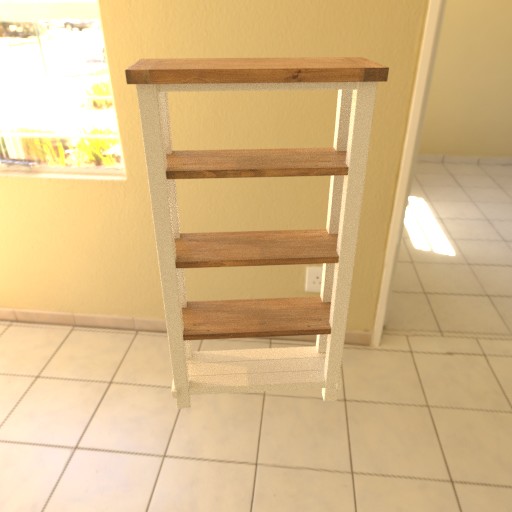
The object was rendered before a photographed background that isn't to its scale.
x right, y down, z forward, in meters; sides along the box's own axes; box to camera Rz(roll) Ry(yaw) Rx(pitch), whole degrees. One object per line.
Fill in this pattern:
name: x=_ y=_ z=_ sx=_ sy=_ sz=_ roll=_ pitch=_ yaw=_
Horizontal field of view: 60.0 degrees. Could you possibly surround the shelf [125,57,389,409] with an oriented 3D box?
shelf: x=0.000 y=0.000 z=2.336 sx=1.022 sy=1.878 sz=0.381 roll=-2 pitch=30 yaw=-3
